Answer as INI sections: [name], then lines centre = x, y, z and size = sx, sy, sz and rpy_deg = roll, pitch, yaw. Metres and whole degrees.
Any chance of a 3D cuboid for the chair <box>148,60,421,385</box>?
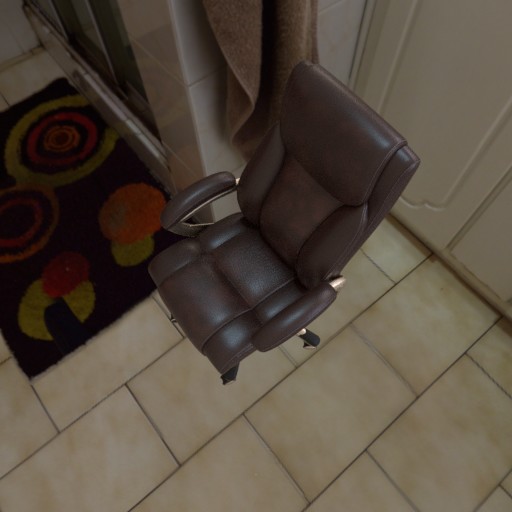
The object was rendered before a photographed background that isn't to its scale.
[chair]
centre = 0.000, 0.000, 1.672
size = 0.749, 1.194, 0.692
rpy_deg = -34, 68, -15
